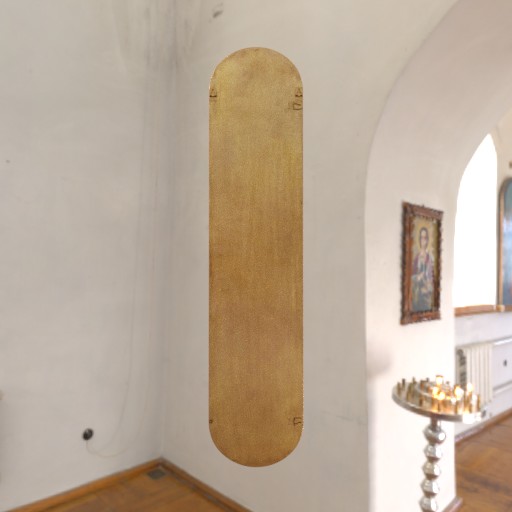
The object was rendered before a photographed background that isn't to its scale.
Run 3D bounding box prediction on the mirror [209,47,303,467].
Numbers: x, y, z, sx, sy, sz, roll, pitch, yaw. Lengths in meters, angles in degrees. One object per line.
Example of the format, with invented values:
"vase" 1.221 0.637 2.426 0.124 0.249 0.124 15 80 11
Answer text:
"mirror" 0.000 0.000 1.057 0.222 0.991 0.032 0 -1 1
